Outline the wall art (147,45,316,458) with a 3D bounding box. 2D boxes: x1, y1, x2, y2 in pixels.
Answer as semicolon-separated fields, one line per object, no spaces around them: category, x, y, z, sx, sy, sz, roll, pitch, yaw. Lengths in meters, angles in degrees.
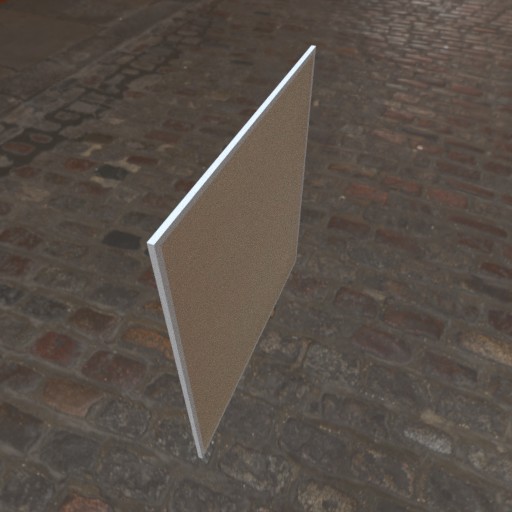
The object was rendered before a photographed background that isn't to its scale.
wall art;0.000;0.000;0.668;0.007;0.456;0.456;16;48;15
